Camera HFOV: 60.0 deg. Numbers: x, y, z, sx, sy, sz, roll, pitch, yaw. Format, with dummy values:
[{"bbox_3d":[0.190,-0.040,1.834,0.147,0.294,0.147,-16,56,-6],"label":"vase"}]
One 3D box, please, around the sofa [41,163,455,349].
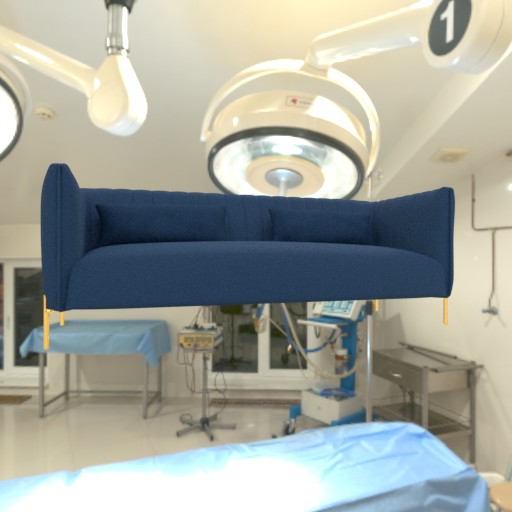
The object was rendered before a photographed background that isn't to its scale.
[{"bbox_3d":[0.000,0.000,2.516,2.136,0.793,0.896,0,0,-19],"label":"sofa"}]
